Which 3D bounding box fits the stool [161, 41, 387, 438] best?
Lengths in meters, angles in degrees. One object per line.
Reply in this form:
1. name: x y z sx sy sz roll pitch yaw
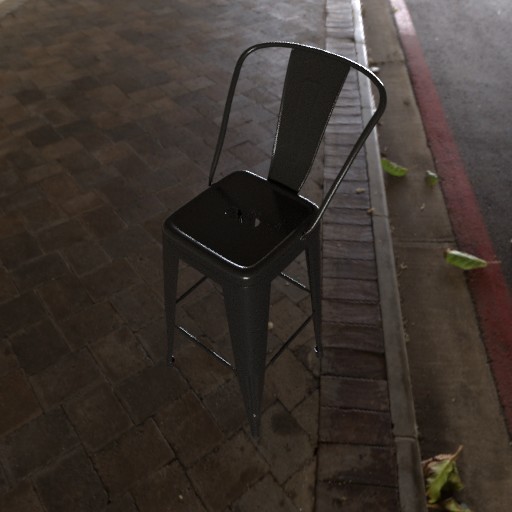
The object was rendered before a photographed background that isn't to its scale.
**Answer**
1. stool: 0.000 0.000 1.301 0.432 1.022 0.528 30 54 26
